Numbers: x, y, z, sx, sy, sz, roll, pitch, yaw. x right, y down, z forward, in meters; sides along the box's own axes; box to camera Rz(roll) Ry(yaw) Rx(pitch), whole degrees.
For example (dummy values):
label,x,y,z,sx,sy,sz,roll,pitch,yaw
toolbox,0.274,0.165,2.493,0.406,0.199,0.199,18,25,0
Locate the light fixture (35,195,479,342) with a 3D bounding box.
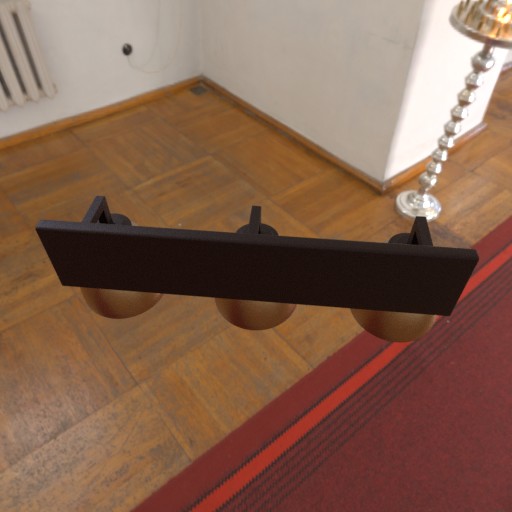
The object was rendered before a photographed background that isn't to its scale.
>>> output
label,x,y,z,sx,sy,sz,roll,pitch,yaw
light fixture,0.000,0.000,0.663,0.582,0.204,0.157,4,46,4
